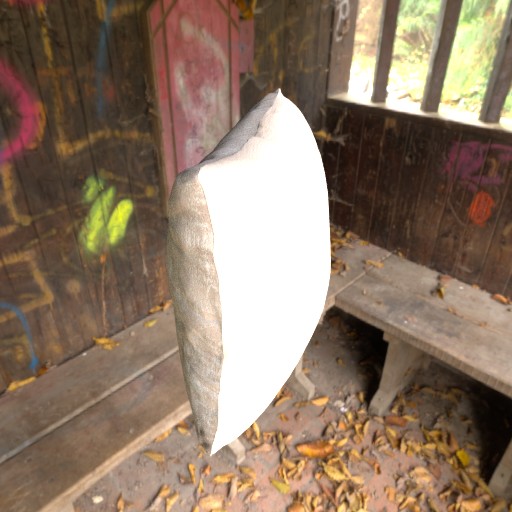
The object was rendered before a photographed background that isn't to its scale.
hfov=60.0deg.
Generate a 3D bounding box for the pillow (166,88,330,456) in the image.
[{"bbox_3d":[0.000,0.000,0.729,0.245,0.448,0.450,8,33,13],"label":"pillow"}]
